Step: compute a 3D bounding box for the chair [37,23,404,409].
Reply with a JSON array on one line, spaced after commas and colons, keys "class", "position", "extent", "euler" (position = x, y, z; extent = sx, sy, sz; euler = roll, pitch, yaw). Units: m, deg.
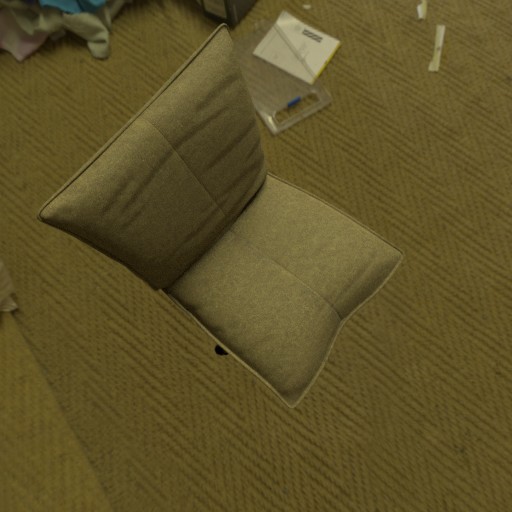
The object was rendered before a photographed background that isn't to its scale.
[{"class": "chair", "position": [0.000, 0.000, 1.274], "extent": [0.696, 0.811, 0.597], "euler": [38, 78, 9]}]
